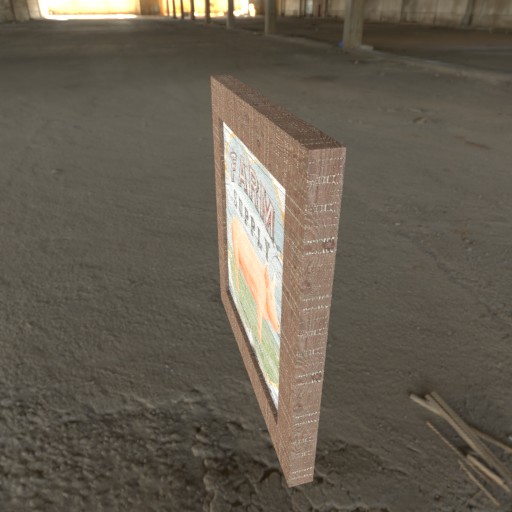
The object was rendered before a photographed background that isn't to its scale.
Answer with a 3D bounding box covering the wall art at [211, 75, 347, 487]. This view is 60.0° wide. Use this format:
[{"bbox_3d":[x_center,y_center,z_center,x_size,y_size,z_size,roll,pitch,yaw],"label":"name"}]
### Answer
[{"bbox_3d":[0.000,0.000,0.785,0.040,0.531,0.531,-8,30,-13],"label":"wall art"}]
